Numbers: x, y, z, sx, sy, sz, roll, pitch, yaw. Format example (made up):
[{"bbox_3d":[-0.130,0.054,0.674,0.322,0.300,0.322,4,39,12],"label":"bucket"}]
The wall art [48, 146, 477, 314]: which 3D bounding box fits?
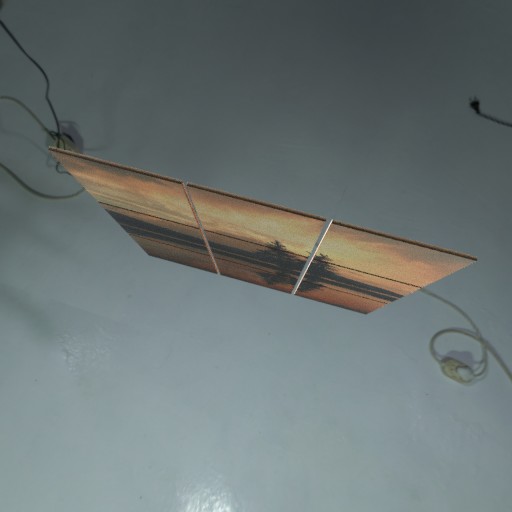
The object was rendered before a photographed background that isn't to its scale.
[{"bbox_3d":[0.000,0.000,1.803,1.216,1.218,0.013,15,76,4],"label":"wall art"}]
